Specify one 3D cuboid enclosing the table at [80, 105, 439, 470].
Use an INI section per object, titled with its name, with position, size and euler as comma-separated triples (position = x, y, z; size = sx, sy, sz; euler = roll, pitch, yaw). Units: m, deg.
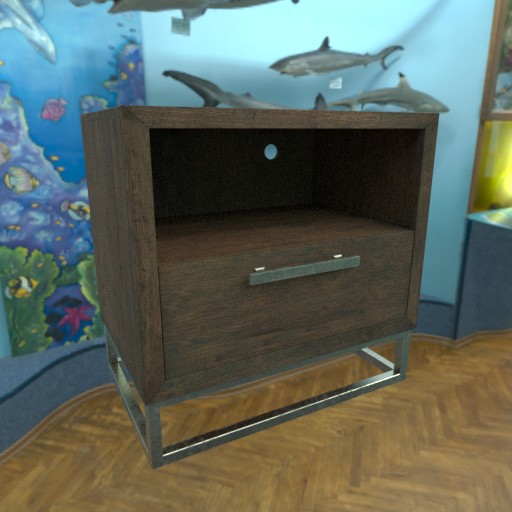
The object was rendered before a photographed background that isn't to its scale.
[table]
position = 0.000, 0.000, 1.218
size = 0.767, 0.746, 0.542
euler = -8, 18, -27
